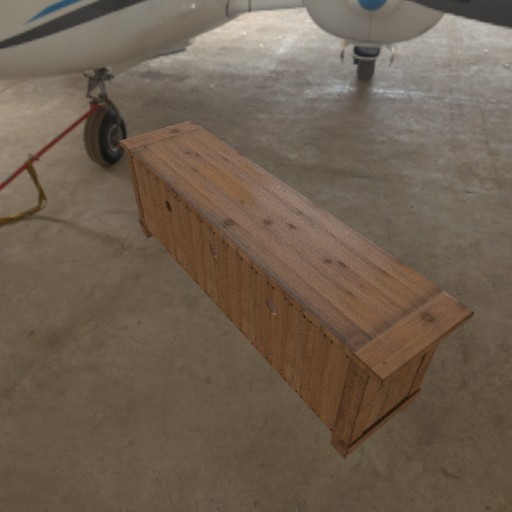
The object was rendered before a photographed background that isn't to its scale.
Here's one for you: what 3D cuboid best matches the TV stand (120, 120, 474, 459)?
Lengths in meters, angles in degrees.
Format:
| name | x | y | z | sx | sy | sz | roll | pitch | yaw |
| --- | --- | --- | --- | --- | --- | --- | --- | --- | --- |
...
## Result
| name | x | y | z | sx | sy | sz | roll | pitch | yaw |
| --- | --- | --- | --- | --- | --- | --- | --- | --- | --- |
| TV stand | 0.000 | 0.000 | 2.064 | 0.453 | 0.573 | 1.804 | -26 | 47 | -27 |
